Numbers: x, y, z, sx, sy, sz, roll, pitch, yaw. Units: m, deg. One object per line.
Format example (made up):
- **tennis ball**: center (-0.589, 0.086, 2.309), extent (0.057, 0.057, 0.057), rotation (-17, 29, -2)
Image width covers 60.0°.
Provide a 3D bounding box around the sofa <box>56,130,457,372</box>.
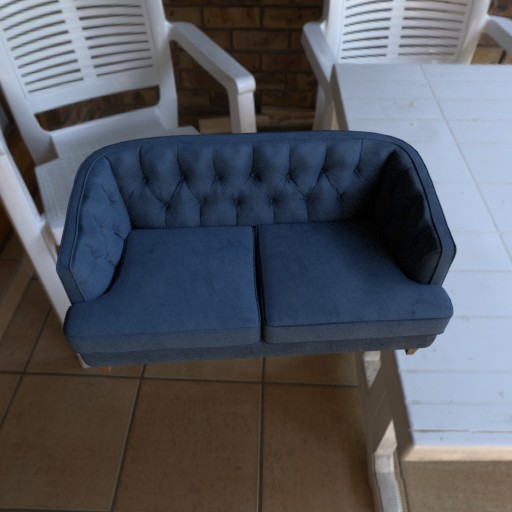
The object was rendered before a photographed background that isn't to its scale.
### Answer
- **sofa**: center (0.000, 0.000, 2.243), extent (1.733, 0.854, 0.941), rotation (-3, 48, -2)
